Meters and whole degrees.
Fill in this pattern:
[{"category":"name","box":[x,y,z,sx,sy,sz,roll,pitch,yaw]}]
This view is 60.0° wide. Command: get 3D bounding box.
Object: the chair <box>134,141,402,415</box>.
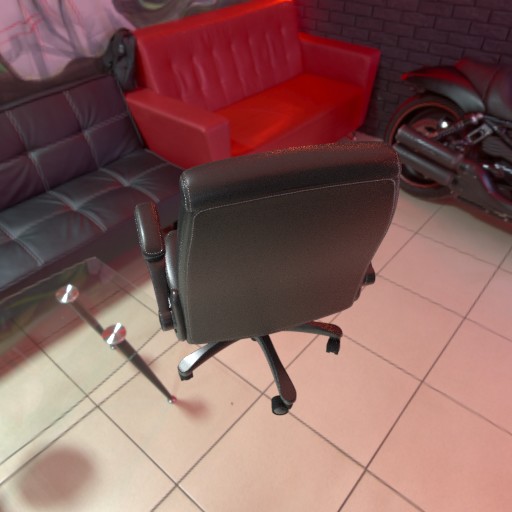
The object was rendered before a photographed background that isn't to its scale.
[{"category":"chair","box":[0.000,0.000,1.600,0.782,1.110,0.724,-11,41,-13]}]
